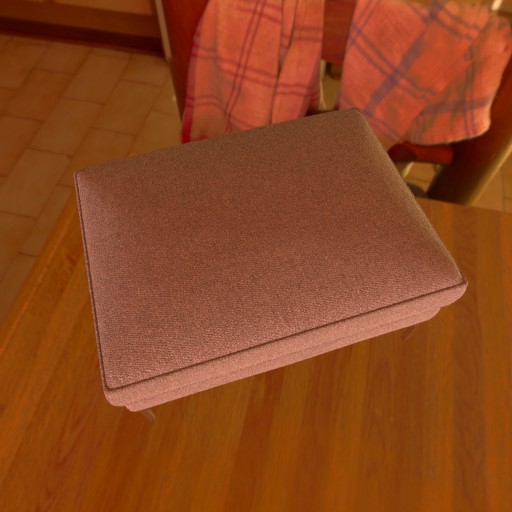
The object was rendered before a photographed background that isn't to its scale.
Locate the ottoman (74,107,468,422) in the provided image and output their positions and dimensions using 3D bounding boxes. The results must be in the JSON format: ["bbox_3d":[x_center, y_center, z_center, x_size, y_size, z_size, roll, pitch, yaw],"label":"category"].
[{"bbox_3d":[0.000,0.000,1.149,0.785,0.464,0.583,-15,61,-9],"label":"ottoman"}]
